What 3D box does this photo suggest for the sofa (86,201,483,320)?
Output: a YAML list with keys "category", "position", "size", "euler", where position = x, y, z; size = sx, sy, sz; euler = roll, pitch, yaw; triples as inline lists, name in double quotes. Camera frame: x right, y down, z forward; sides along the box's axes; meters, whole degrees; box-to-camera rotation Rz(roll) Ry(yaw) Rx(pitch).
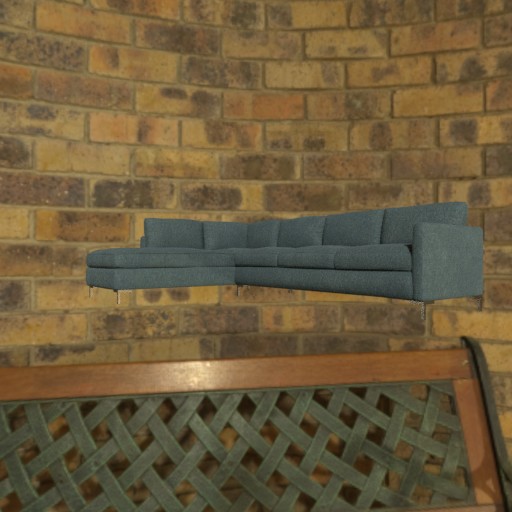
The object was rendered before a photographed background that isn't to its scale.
- category: "sofa"
  position: [0.000, 0.000, 3.791]
  size: [2.007, 0.815, 2.949]
  euler: [0, 0, -37]
